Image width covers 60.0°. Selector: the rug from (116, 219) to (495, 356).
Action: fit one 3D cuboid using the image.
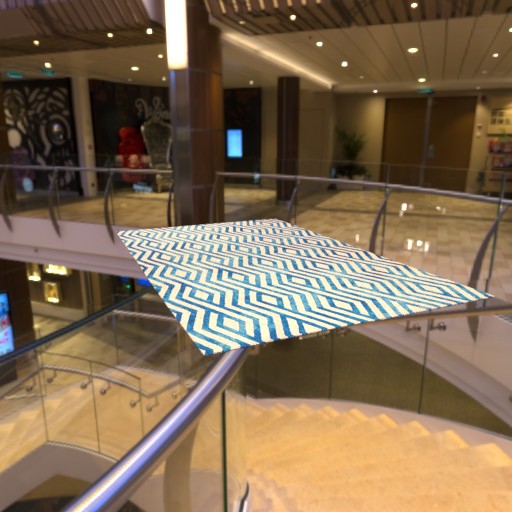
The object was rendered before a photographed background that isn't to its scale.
[{"bbox_3d":[0.000,0.000,2.996,1.531,0.008,2.439,-7,16,-23],"label":"rug"}]
